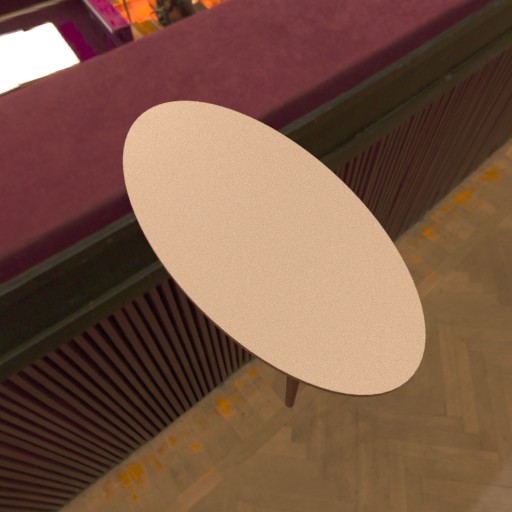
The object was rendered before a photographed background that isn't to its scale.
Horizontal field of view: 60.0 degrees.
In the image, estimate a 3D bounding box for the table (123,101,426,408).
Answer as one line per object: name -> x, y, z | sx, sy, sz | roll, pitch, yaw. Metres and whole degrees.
table -> 0.000, 0.000, 1.344 | 0.542, 0.390, 1.083 | -33, 64, -18
